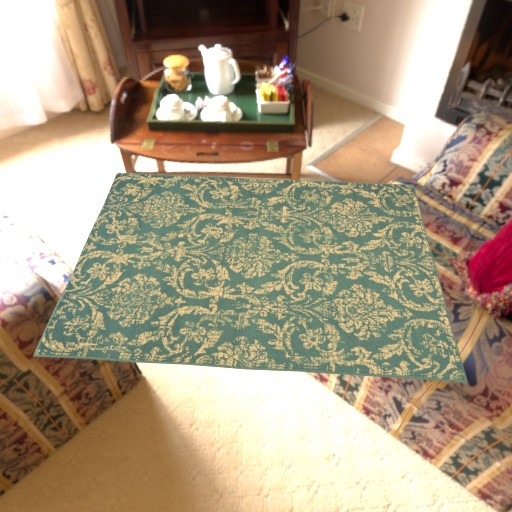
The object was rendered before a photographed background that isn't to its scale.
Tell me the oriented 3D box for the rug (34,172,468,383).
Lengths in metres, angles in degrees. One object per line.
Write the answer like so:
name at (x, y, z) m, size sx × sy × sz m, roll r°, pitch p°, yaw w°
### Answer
rug at (0.000, 0.000, 2.763) m, size 2.205 × 0.012 × 1.554 m, roll 3°, pitch 48°, yaw 3°
